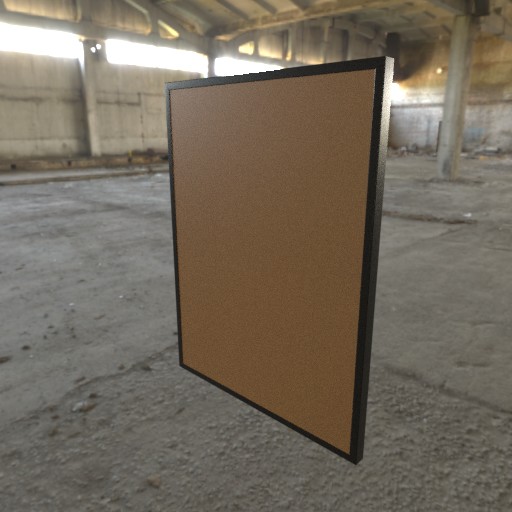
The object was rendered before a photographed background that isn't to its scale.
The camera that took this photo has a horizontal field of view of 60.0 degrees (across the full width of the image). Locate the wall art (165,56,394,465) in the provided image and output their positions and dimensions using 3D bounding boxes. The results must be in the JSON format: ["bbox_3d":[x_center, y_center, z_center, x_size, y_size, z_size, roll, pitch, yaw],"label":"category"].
[{"bbox_3d":[0.000,0.000,1.379,0.804,1.061,0.039,14,21,41],"label":"wall art"}]
